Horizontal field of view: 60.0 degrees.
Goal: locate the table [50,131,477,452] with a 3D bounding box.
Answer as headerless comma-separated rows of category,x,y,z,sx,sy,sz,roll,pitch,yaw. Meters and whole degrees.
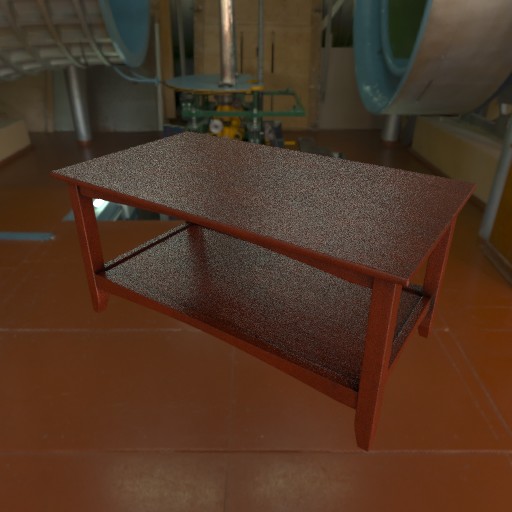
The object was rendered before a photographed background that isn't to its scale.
table,0.000,0.000,1.230,0.943,0.456,0.533,18,34,29
